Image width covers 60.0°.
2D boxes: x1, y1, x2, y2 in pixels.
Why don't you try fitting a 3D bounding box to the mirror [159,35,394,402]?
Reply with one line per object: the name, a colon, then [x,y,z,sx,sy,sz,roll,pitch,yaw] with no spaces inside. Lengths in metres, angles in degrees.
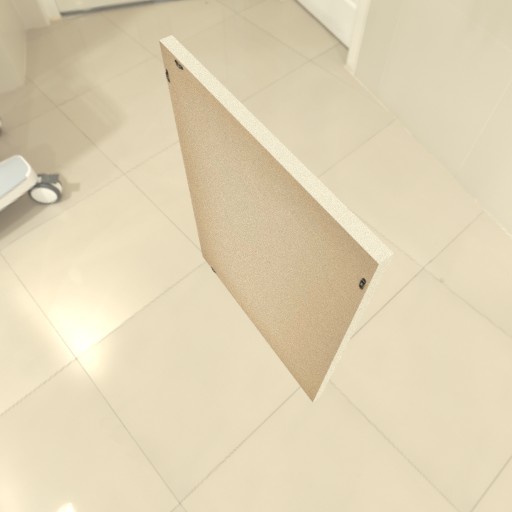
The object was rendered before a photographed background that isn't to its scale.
mirror: [0.000,0.000,1.348,0.041,1.016,0.762,-31,64,-17]
